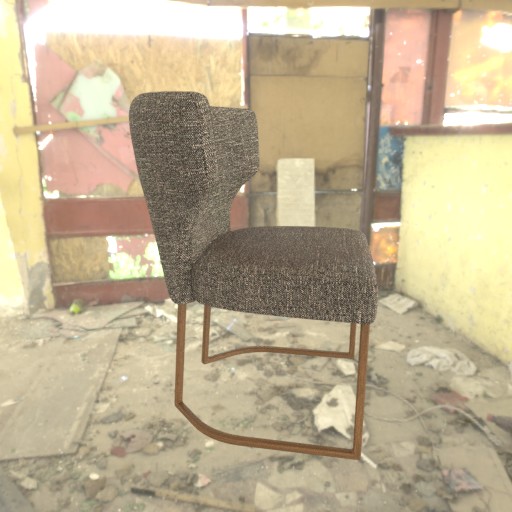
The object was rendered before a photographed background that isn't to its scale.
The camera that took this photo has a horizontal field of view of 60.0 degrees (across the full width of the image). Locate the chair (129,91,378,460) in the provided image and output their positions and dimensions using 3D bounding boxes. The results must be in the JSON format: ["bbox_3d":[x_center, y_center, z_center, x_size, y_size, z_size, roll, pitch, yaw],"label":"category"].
[{"bbox_3d":[0.000,0.000,1.221,0.617,0.824,0.611,3,15,10],"label":"chair"}]
